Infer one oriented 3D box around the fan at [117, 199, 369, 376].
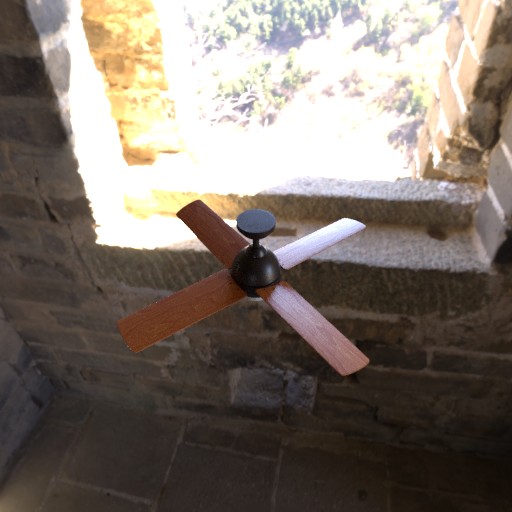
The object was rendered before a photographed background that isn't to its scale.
[{"bbox_3d":[0.000,0.000,2.022,1.332,0.403,1.332,-26,48,-26],"label":"fan"}]
